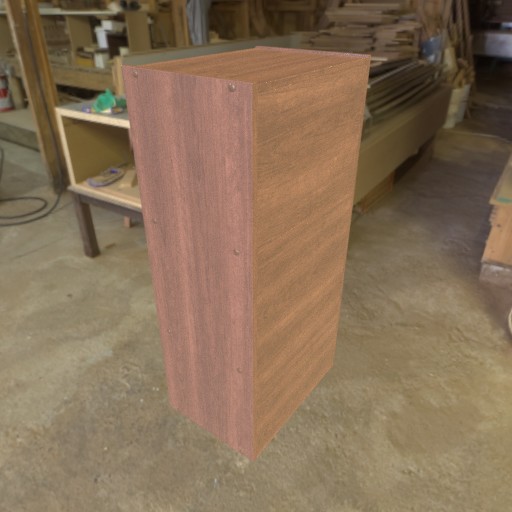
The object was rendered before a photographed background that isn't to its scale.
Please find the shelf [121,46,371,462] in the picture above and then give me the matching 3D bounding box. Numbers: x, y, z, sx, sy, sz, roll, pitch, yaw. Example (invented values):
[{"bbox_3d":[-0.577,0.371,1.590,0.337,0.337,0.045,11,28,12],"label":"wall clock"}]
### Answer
[{"bbox_3d":[0.000,0.000,1.077,0.290,0.879,0.414,21,37,31],"label":"shelf"}]
